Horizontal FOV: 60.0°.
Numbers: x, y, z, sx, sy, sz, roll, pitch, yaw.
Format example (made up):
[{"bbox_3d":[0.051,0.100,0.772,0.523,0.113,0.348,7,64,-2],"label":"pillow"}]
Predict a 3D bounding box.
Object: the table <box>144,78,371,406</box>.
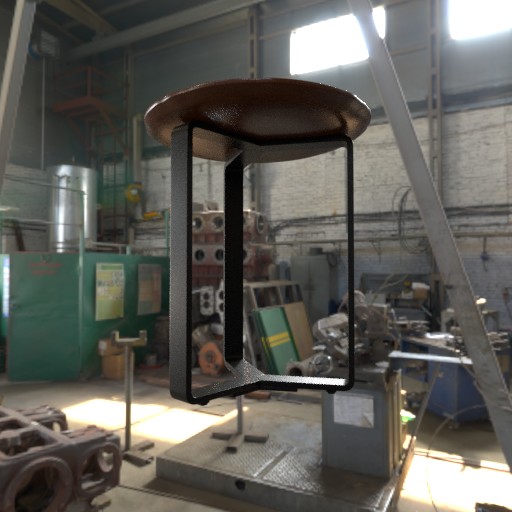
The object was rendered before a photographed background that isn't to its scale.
[{"bbox_3d":[0.000,0.000,0.770,0.380,0.450,0.410,0,-2,-17],"label":"table"}]
